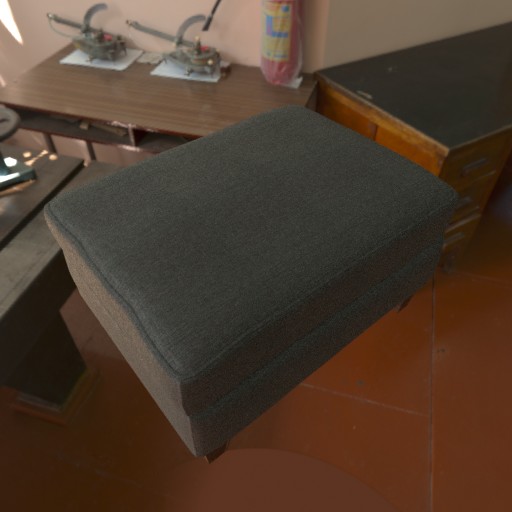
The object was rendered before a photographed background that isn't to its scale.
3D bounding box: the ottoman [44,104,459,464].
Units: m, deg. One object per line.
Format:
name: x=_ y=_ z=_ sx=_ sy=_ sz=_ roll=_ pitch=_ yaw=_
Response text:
ottoman: x=0.000 y=0.000 z=1.182 sx=0.826 sy=0.496 sz=0.639 roll=-30 pitch=52 yaw=-27
